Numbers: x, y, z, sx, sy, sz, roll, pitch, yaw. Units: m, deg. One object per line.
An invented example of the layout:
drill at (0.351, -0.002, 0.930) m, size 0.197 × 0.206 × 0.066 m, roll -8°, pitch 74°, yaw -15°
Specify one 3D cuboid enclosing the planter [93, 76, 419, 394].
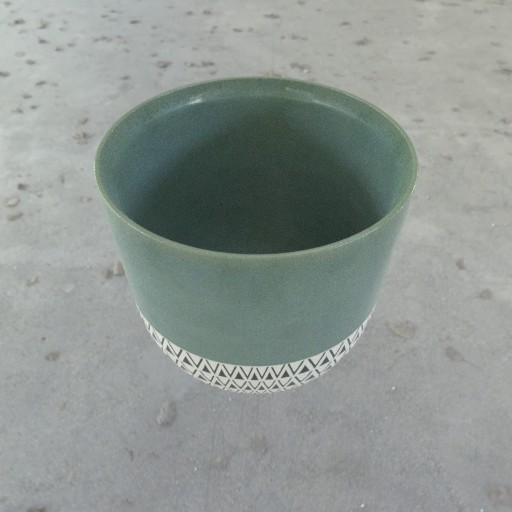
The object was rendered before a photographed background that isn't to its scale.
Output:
planter at (0.000, 0.000, 0.469) m, size 0.266 × 0.270 × 0.266 m, roll 0°, pitch 46°, yaw 0°
